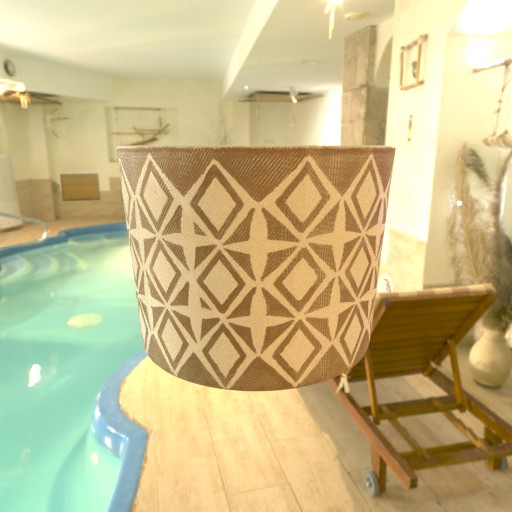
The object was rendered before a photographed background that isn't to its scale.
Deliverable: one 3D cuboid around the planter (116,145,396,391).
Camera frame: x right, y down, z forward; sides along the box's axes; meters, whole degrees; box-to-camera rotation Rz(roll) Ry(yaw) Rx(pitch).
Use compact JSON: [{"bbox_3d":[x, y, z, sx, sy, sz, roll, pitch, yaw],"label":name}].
[{"bbox_3d":[0.000,0.000,0.457,0.260,0.220,0.260,0,14,0],"label":"planter"}]
